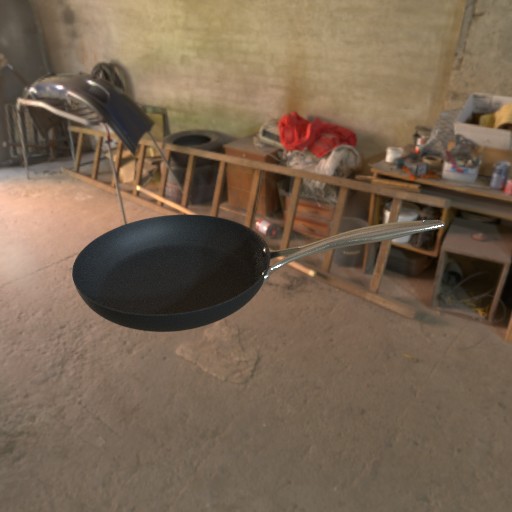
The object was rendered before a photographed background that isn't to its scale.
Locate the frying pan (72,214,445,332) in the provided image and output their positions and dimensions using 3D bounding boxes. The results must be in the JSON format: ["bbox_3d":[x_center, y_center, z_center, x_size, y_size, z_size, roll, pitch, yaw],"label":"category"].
[{"bbox_3d":[0.000,0.000,0.583,0.472,0.105,0.255,1,31,2],"label":"frying pan"}]
